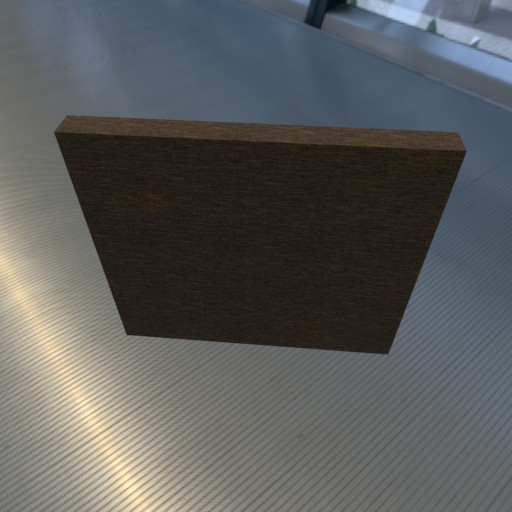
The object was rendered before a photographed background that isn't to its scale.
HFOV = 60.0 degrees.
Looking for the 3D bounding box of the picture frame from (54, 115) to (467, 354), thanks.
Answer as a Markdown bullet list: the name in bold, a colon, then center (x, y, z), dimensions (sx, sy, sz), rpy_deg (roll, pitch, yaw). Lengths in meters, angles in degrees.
- **picture frame**: center (0.000, 0.000, 0.533), dimensions (0.378, 0.330, 0.033), rpy_deg (4, 45, 4)
